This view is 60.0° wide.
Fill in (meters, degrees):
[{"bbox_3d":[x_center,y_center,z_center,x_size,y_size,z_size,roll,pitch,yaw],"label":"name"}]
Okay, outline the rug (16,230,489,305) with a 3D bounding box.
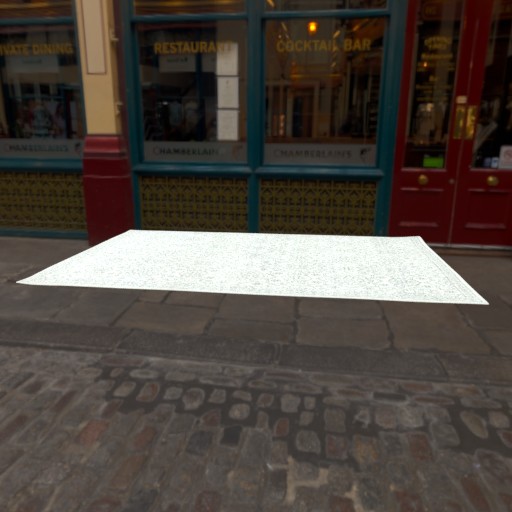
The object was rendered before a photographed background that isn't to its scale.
[{"bbox_3d":[0.000,0.000,2.966,2.434,0.023,1.518,2,15,8],"label":"rug"}]
